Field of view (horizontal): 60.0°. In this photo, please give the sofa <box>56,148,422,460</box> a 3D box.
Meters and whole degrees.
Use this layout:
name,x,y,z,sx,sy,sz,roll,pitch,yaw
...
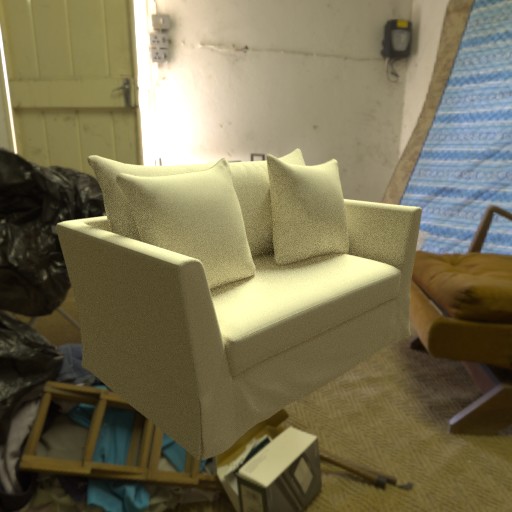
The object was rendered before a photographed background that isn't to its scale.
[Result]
name,x,y,z,sx,sy,sz,roll,pitch,yaw
sofa,0.000,0.000,2.265,1.608,1.039,1.026,-14,20,-43
